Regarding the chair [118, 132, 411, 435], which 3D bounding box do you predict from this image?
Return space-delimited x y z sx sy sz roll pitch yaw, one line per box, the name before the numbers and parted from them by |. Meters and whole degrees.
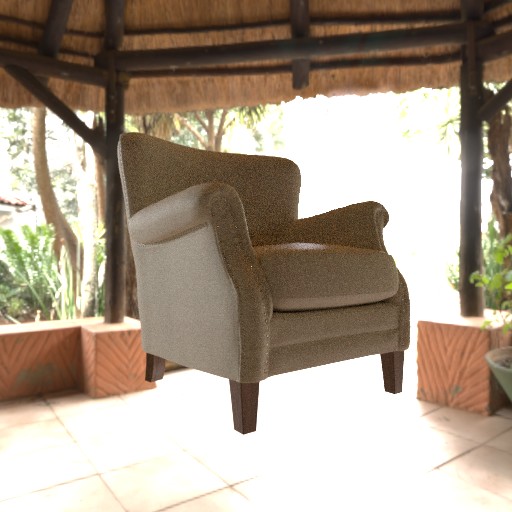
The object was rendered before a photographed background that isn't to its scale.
chair | 0.000 0.000 1.643 0.861 0.936 0.921 0 0 -36
